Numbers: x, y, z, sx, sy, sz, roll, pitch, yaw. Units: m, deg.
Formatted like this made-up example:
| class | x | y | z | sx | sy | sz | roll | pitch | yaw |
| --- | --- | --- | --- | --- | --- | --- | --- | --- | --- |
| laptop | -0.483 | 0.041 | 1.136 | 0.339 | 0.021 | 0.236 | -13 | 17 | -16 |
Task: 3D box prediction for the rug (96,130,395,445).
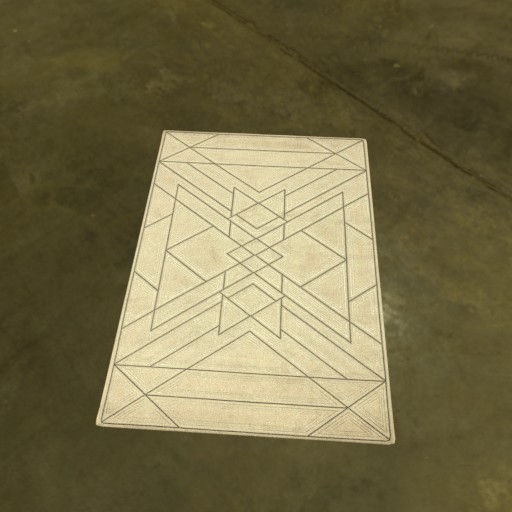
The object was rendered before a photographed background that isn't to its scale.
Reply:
| class | x | y | z | sx | sy | sz | roll | pitch | yaw |
| --- | --- | --- | --- | --- | --- | --- | --- | --- | --- |
| rug | 0.000 | 0.000 | 4.439 | 2.436 | 0.026 | 3.381 | 3 | 59 | 2 |
